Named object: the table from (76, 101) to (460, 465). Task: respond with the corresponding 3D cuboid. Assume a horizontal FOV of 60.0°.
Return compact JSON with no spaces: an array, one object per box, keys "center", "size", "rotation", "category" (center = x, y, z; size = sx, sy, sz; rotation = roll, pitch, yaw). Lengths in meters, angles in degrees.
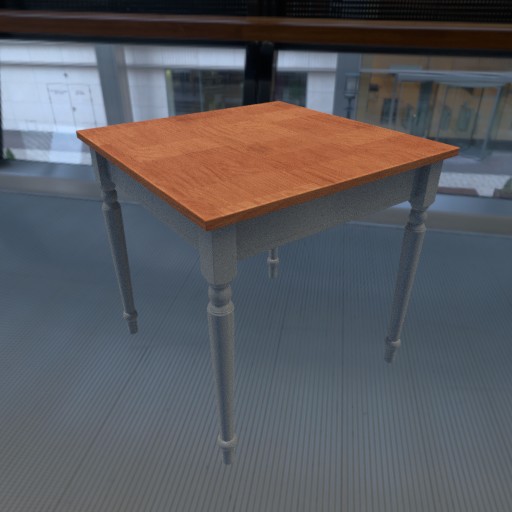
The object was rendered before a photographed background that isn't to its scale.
[{"center":[0.000,0.000,1.390],"size":[0.747,0.738,0.747],"rotation":[-20,35,-30],"category":"table"}]
